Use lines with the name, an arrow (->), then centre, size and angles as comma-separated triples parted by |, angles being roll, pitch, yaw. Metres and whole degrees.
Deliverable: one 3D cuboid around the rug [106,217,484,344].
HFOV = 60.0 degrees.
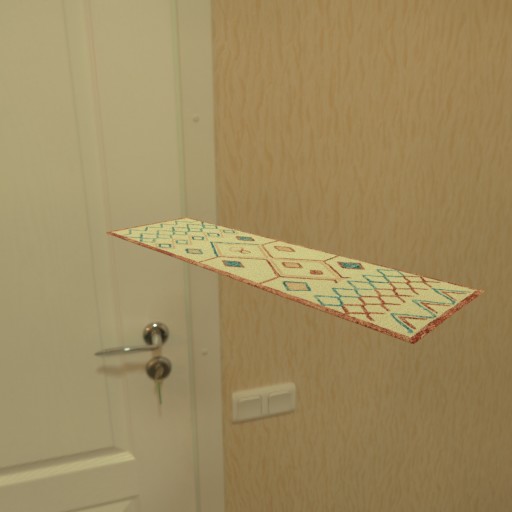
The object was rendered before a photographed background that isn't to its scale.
rug -> 0.000, 0.000, 2.754 | 2.435, 0.011, 0.750 | 16, 24, 42
